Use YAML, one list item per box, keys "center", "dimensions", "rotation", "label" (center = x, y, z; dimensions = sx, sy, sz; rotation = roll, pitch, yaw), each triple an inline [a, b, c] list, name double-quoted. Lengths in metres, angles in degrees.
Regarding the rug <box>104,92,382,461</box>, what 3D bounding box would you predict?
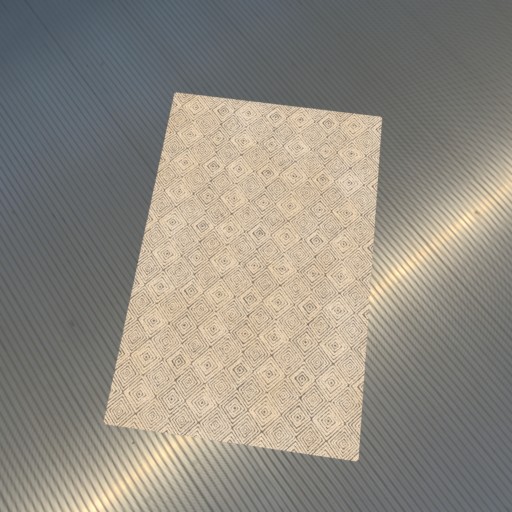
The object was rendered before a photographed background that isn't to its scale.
- center: [0.000, 0.000, 2.259]
  dimensions: [1.175, 0.008, 1.783]
  rotation: [8, 75, 2]
  label: "rug"
